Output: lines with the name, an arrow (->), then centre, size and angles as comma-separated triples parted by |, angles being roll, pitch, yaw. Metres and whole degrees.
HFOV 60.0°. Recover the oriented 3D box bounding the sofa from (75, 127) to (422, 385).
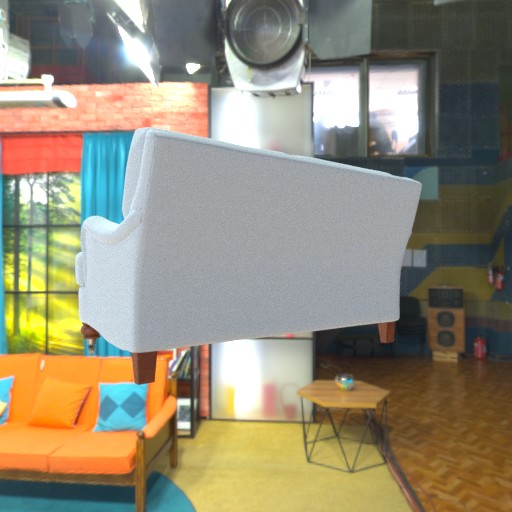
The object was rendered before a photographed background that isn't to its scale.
sofa -> 0.000, 0.000, 2.624 | 1.853, 1.101, 1.084 | 1, -1, -37
